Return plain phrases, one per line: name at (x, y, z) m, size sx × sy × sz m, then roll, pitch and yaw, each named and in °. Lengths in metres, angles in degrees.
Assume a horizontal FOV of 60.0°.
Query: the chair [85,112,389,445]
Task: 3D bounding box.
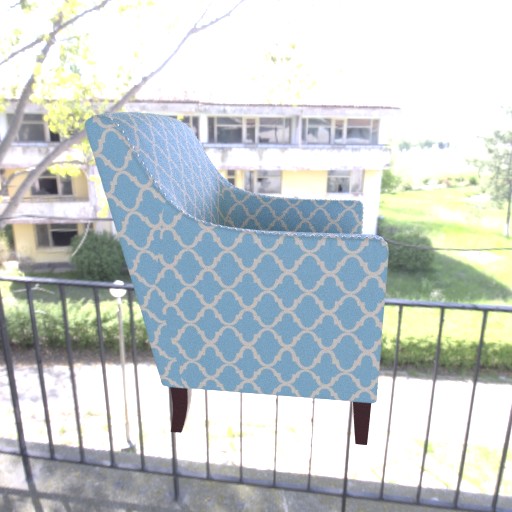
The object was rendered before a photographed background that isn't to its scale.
chair at (0.000, 0.000, 1.326) m, size 0.686 × 0.817 × 0.617 m, roll 2°, pitch 16°, yaw 8°
